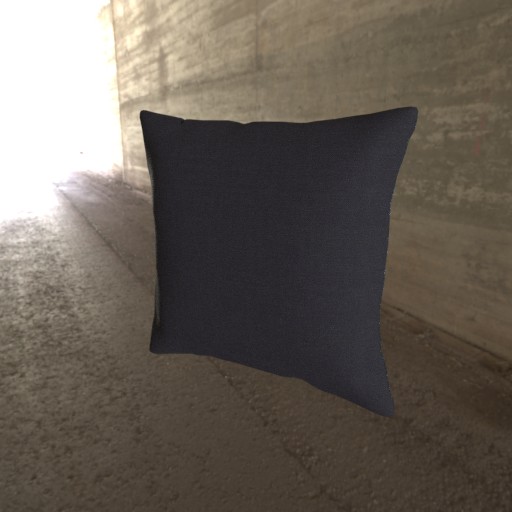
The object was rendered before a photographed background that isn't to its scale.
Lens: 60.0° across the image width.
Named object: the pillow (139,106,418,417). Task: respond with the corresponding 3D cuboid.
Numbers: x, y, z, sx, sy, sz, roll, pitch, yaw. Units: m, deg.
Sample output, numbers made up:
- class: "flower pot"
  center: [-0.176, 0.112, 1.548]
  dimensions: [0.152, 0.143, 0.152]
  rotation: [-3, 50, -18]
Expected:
- class: "pillow"
  center: [0.000, 0.000, 0.670]
  dimensions: [0.436, 0.430, 0.138]
  rotation: [7, 16, 25]
